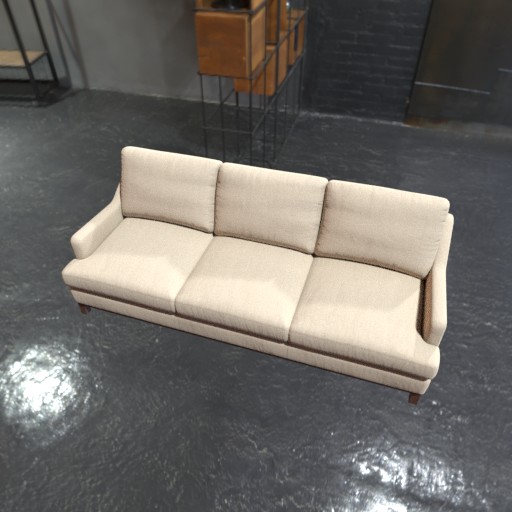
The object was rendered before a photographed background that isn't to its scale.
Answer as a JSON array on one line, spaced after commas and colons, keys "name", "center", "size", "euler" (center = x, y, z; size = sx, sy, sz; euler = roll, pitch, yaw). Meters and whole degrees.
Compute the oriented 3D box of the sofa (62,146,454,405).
[{"name": "sofa", "center": [0.000, 0.000, 2.866], "size": [2.321, 0.913, 1.000], "euler": [12, 43, 14]}]
